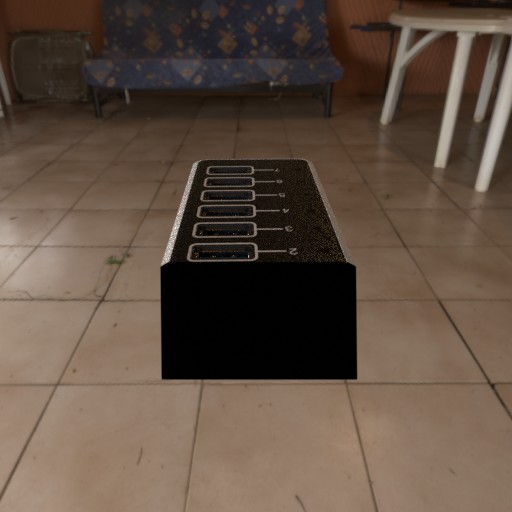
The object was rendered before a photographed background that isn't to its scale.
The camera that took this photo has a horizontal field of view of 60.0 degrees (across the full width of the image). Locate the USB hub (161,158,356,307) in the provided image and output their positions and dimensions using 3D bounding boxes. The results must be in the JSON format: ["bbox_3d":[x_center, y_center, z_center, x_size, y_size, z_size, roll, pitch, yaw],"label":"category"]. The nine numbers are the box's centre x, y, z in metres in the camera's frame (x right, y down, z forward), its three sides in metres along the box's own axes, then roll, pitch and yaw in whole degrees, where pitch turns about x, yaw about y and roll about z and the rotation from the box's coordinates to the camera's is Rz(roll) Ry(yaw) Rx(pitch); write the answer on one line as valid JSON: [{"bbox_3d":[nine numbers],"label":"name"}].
[{"bbox_3d":[0.000,0.000,0.126,0.044,0.023,0.110,-1,30,-1],"label":"USB hub"}]
